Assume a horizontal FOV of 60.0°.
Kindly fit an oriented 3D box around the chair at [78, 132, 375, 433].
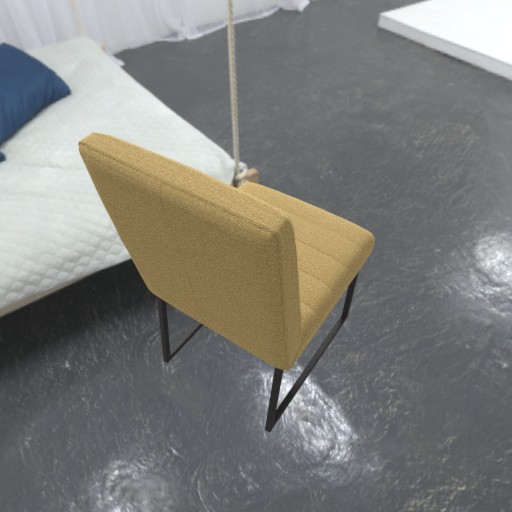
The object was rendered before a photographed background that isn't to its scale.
[{"bbox_3d":[0.000,0.000,1.329,0.520,0.930,0.634,26,52,23],"label":"chair"}]
